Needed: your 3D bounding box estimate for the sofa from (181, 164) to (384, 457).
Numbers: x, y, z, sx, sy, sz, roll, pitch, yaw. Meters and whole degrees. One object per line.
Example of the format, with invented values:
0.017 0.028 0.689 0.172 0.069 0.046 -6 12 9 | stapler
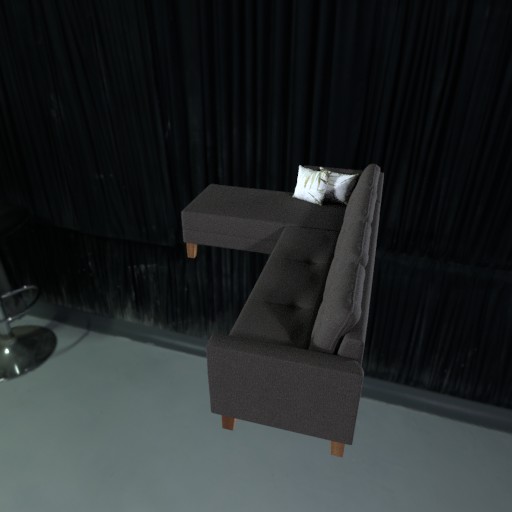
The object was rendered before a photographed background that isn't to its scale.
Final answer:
0.000 0.000 3.537 1.829 0.932 2.679 8 31 14 | sofa
